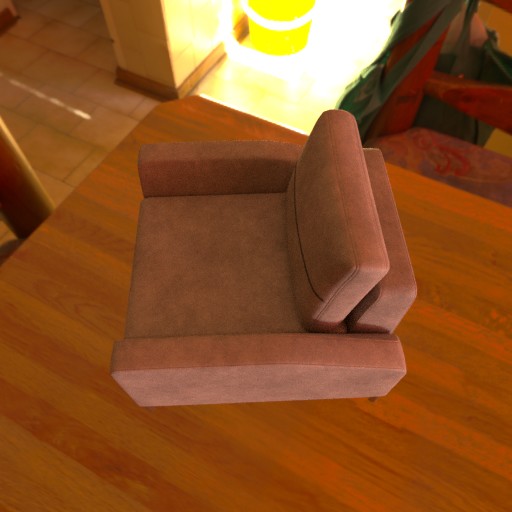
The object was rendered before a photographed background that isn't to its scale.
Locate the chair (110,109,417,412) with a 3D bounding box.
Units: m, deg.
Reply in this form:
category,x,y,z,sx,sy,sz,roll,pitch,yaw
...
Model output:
category,x,y,z,sx,sy,sz,roll,pitch,yaw
chair,0.000,0.000,1.580,0.900,0.800,0.900,-2,58,-1
